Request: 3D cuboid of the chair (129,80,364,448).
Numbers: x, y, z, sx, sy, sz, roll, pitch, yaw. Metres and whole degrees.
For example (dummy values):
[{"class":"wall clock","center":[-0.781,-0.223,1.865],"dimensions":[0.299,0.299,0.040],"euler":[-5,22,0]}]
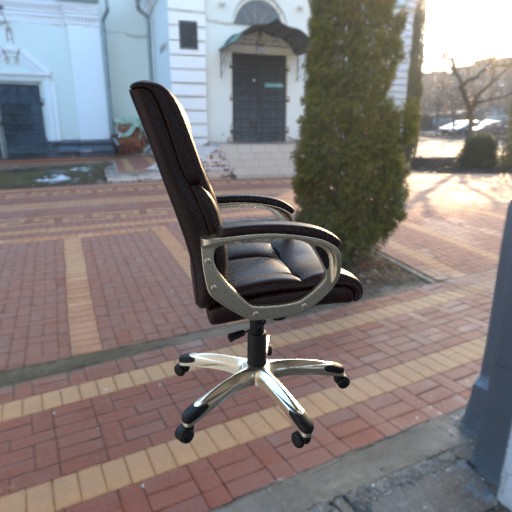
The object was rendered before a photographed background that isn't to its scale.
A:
[{"class":"chair","center":[0.000,0.000,1.532],"dimensions":[0.739,1.107,0.662],"euler":[-3,17,-10]}]
